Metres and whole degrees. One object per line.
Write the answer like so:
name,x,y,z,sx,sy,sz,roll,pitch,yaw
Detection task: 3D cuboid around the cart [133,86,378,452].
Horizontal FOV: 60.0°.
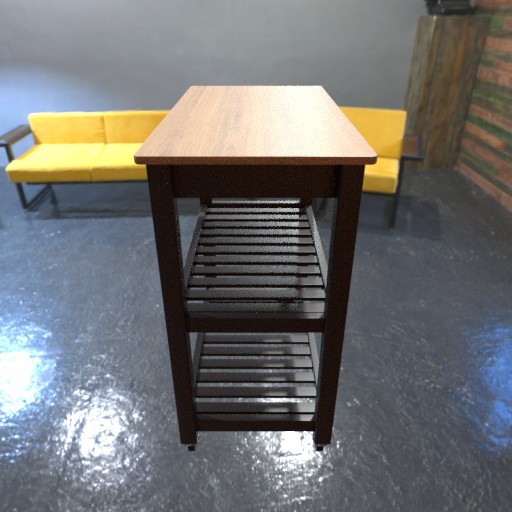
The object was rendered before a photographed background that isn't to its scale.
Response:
cart,0.000,0.000,1.437,0.457,0.927,0.899,0,29,0
